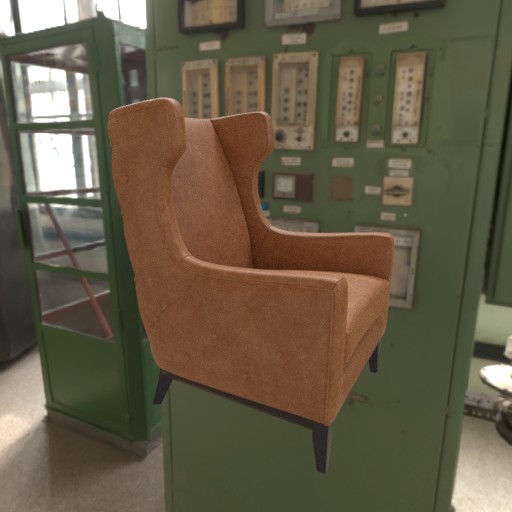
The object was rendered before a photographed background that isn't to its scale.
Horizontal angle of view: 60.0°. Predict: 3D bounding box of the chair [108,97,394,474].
[{"bbox_3d":[0.000,0.000,1.659,0.899,1.079,0.766,7,16,26],"label":"chair"}]
